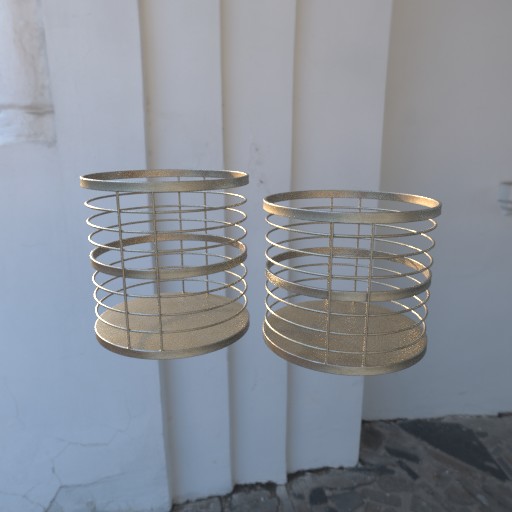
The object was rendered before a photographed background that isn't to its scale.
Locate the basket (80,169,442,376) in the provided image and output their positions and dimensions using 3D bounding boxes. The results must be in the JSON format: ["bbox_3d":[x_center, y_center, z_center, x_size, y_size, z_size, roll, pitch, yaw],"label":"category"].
[{"bbox_3d":[0.000,0.000,0.978,0.746,0.351,0.356,2,15,9],"label":"basket"}]
